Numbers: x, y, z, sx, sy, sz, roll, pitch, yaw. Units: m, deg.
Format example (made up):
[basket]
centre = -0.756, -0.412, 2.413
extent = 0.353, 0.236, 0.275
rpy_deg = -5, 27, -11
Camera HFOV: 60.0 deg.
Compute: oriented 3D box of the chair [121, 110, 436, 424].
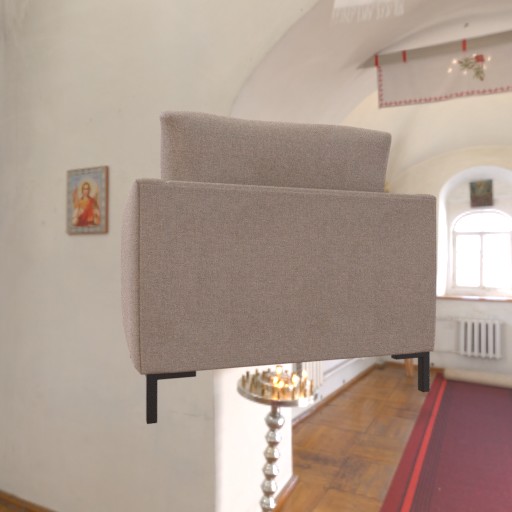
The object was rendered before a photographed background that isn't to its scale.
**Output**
[chair]
centre = 0.000, 0.000, 1.662
extent = 0.963, 0.861, 0.866
rpy_deg = 0, -1, -19
